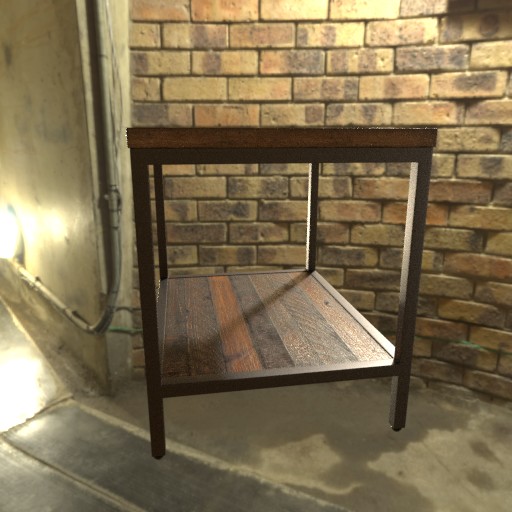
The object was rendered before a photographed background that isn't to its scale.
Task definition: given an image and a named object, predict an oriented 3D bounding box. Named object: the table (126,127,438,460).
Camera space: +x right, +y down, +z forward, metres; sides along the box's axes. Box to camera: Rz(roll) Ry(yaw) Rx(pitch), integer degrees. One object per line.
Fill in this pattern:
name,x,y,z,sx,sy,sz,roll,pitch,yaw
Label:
table,0.000,0.000,1.126,0.524,0.612,0.678,-3,15,-9
